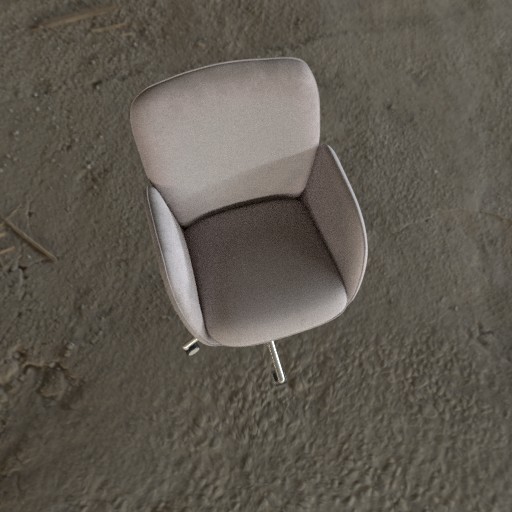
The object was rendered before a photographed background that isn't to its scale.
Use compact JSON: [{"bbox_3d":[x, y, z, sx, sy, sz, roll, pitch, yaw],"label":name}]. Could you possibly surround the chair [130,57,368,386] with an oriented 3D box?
[{"bbox_3d":[0.000,0.000,1.405,0.648,0.959,0.654,-15,64,-8],"label":"chair"}]
